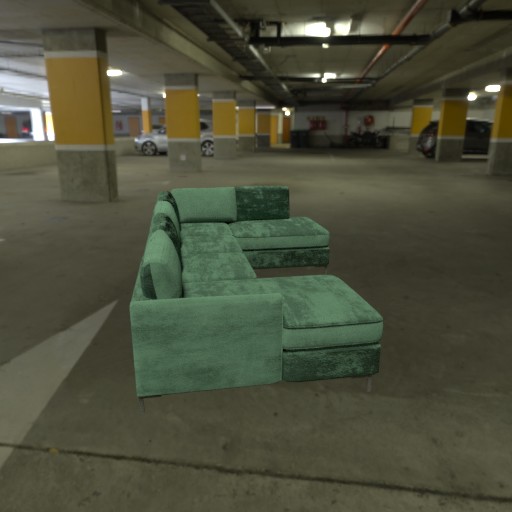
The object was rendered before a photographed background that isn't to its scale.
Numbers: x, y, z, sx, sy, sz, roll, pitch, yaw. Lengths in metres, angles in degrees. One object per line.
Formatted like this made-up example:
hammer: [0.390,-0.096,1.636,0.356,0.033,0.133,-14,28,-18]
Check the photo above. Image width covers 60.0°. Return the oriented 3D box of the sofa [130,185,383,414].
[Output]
sofa: [0.000,0.000,4.340,2.055,0.992,3.434,-3,16,-10]
